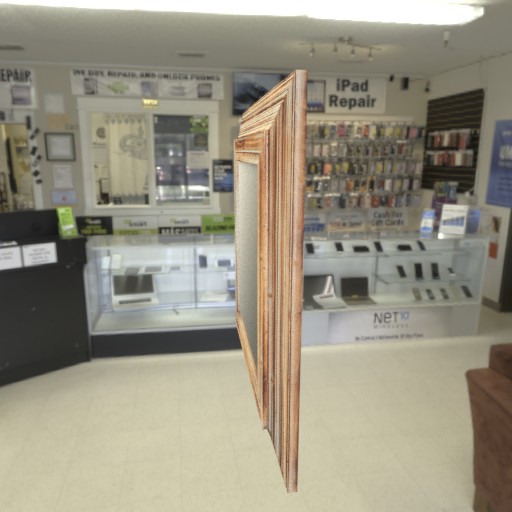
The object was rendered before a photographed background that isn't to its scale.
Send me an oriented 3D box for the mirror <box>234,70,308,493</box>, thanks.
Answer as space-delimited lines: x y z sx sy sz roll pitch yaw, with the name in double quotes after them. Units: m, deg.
0.000 0.000 1.196 0.061 0.804 0.804 -2 13 -8 "mirror"
